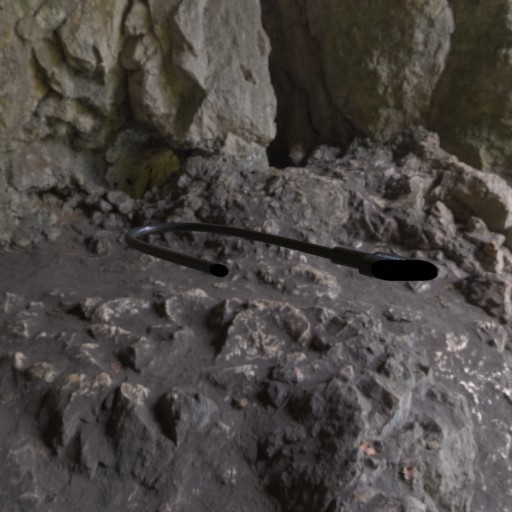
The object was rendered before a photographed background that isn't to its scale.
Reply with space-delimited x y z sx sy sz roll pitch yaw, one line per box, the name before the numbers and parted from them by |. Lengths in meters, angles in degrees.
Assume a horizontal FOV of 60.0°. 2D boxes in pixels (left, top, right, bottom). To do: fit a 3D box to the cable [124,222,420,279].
cable | 0.000 0.000 0.112 0.041 0.005 0.098 -15 21 -43
